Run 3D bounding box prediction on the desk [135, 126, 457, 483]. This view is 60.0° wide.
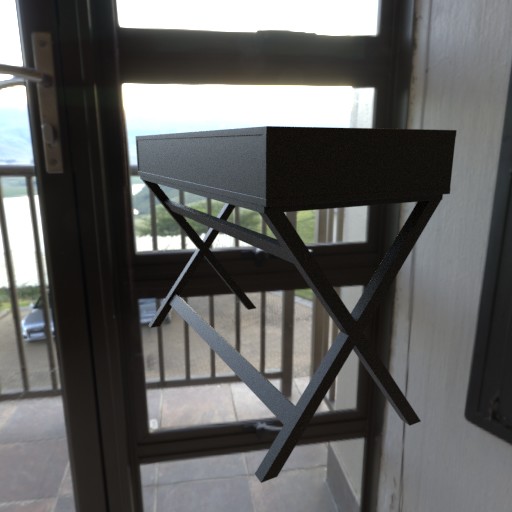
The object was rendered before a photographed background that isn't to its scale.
[{"bbox_3d":[0.000,0.000,1.468,0.504,0.780,1.057,-7,16,-26],"label":"desk"}]
